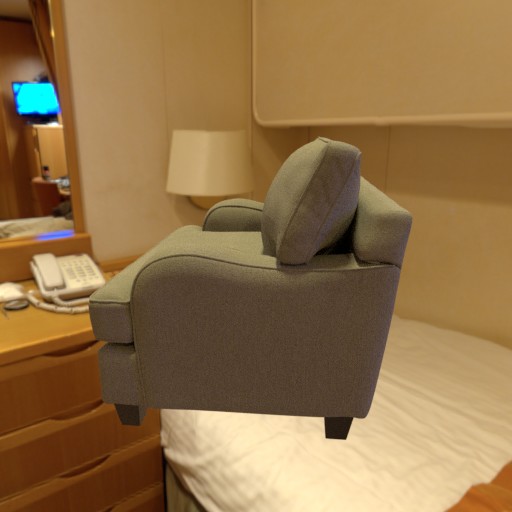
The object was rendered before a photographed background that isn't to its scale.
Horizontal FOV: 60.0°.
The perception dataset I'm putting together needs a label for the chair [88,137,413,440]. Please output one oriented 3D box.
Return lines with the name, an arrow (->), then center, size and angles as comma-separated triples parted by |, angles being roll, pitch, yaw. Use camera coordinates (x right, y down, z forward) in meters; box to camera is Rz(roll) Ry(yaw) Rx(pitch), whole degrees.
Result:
chair -> 0.000, 0.000, 1.972 | 1.041, 1.016, 1.220 | 2, 16, 6
